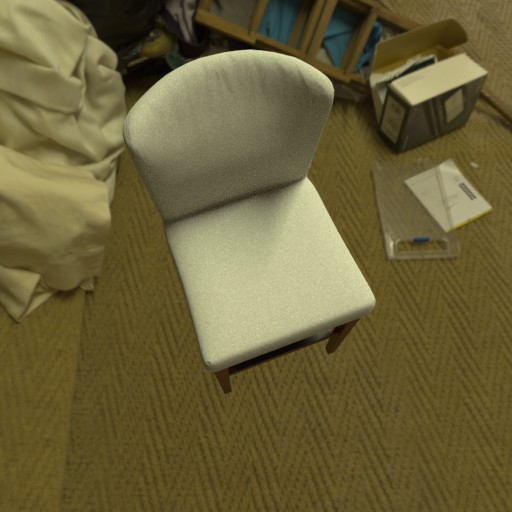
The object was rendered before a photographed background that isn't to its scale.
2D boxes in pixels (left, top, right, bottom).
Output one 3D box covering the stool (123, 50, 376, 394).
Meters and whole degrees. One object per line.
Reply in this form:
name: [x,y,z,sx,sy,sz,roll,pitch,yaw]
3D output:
stool: [0.000,0.000,1.295,0.479,0.968,0.568,-19,65,-9]
